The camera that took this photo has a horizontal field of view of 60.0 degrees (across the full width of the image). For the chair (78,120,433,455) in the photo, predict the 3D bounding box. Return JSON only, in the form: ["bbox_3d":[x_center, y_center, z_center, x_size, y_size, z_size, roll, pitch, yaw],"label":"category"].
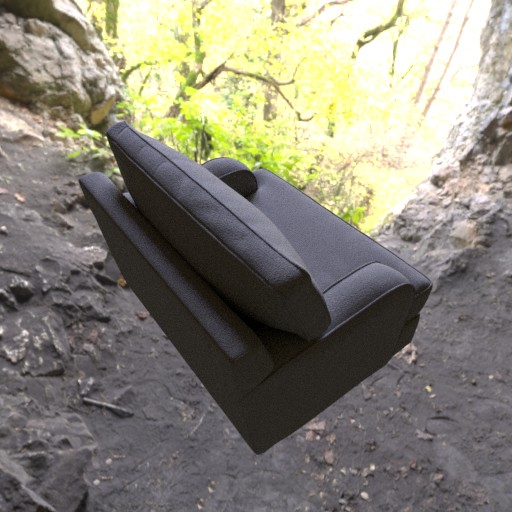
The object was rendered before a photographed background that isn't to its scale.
[{"bbox_3d":[0.000,0.000,1.985,1.040,1.016,1.220,-27,48,-27],"label":"chair"}]
